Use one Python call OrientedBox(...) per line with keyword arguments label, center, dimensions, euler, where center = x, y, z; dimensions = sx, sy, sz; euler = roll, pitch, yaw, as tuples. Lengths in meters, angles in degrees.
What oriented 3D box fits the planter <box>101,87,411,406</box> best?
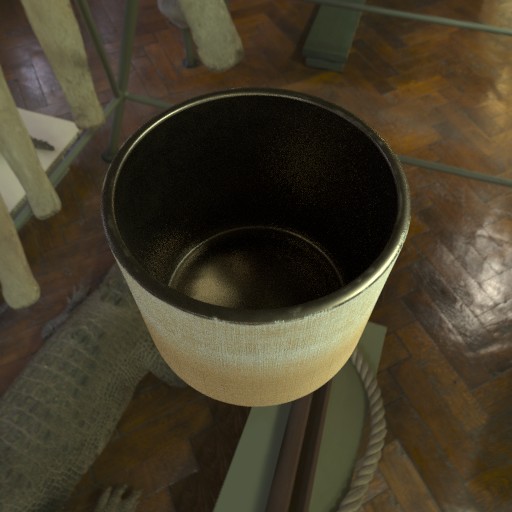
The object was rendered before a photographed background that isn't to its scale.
OrientedBox(label="planter", center=(0.000, 0.000, 0.451), dimensions=(0.254, 0.221, 0.254), euler=(0, 57, 0))
